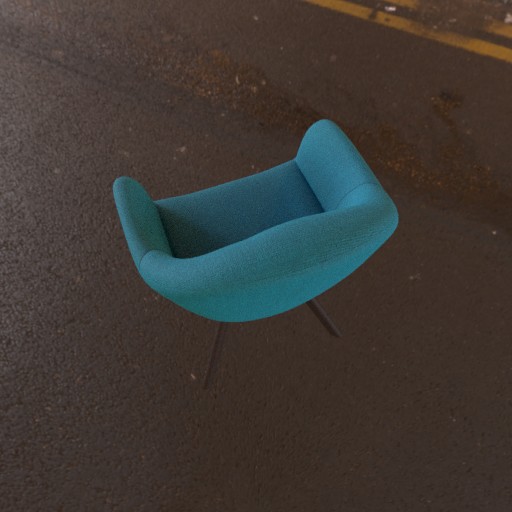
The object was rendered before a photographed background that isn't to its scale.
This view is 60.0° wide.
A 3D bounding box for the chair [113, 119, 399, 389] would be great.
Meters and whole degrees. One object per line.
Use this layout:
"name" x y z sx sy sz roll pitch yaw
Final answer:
"chair" 0.000 0.000 1.193 0.590 0.795 0.550 -19 61 -11
